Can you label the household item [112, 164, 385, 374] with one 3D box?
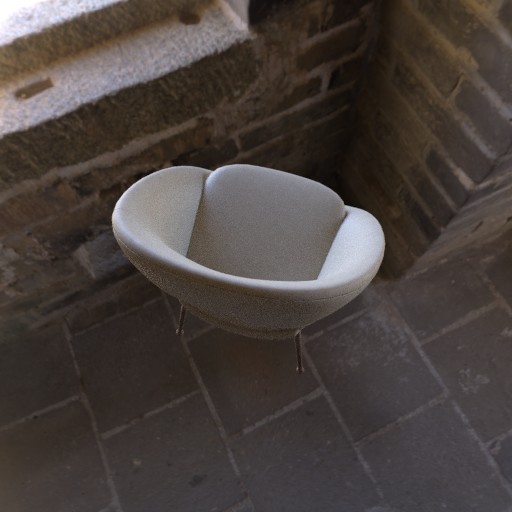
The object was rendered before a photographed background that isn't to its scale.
[{"bbox_3d":[0.000,0.000,1.257,0.623,0.852,0.573,16,65,8],"label":"household item"}]
